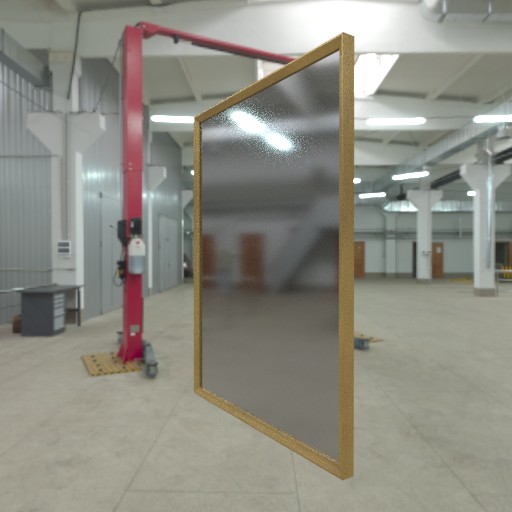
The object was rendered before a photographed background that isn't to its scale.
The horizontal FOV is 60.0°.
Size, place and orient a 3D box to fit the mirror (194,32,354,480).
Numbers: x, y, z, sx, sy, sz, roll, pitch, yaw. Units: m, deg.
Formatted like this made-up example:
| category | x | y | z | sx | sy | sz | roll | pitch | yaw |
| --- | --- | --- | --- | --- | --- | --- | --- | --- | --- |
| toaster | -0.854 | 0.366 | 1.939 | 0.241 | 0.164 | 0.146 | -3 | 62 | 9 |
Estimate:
| category | x | y | z | sx | sy | sz | roll | pitch | yaw |
| --- | --- | --- | --- | --- | --- | --- | --- | --- | --- |
| mirror | 0.000 | 0.000 | 1.330 | 0.041 | 1.016 | 0.762 | 0 | 1 | -34 |
